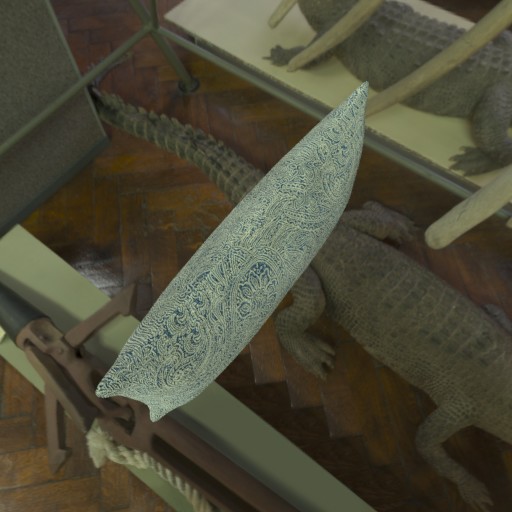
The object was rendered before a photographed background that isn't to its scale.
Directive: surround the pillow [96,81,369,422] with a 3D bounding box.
[{"bbox_3d":[0.000,0.000,0.743,0.151,0.295,0.615,33,68,15],"label":"pillow"}]
